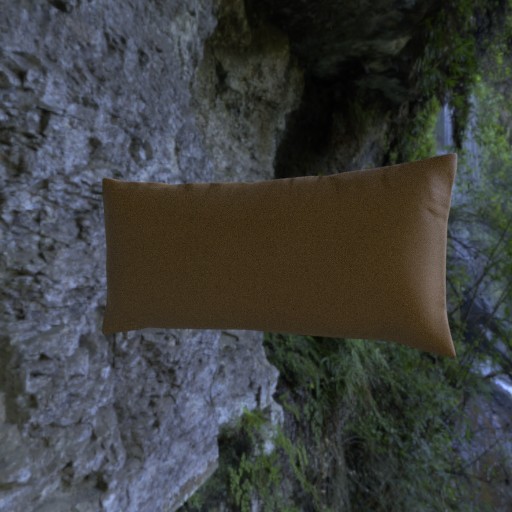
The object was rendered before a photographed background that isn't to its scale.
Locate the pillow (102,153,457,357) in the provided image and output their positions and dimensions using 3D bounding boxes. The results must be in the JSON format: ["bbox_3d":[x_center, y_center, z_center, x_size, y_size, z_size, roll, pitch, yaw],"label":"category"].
[{"bbox_3d":[0.000,0.000,0.732,0.608,0.291,0.151,0,0,19],"label":"pillow"}]
